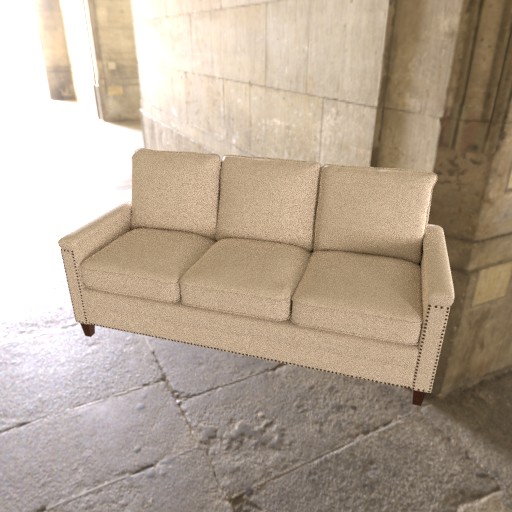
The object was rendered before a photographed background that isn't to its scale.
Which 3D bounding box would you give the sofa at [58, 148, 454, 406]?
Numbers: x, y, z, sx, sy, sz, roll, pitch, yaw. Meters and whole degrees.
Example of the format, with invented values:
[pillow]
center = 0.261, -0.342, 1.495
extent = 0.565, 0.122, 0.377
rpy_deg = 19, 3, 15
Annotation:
[sofa]
center = 0.000, 0.000, 2.433
extent = 1.925, 0.961, 0.828
rpy_deg = 8, 27, 15
